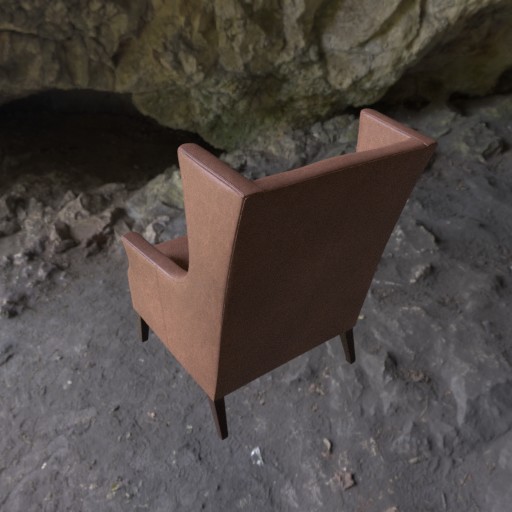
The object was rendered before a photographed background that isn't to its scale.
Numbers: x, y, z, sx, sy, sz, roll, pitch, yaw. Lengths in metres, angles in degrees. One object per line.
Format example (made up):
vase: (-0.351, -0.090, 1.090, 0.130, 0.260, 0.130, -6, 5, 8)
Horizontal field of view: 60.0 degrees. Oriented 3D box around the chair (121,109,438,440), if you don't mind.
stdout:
chair: (0.000, 0.000, 1.725, 0.815, 1.088, 0.913, -20, 37, -30)
